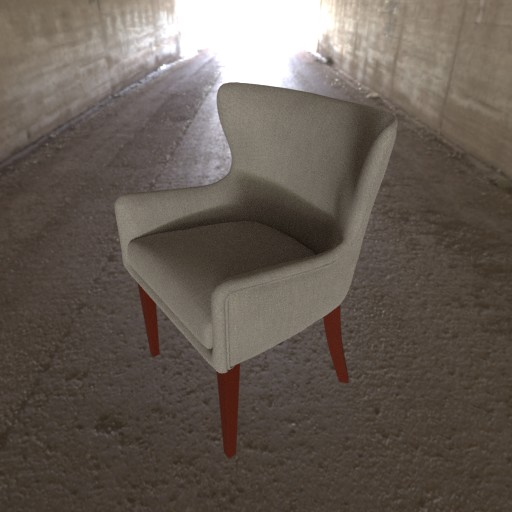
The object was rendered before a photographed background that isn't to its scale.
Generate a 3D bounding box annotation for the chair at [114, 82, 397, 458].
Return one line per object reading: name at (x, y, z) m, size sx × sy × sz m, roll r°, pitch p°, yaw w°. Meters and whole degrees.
chair at (0.000, 0.000, 1.426) m, size 0.677 × 0.948 × 0.732 m, roll -20°, pitch 36°, yaw -30°
